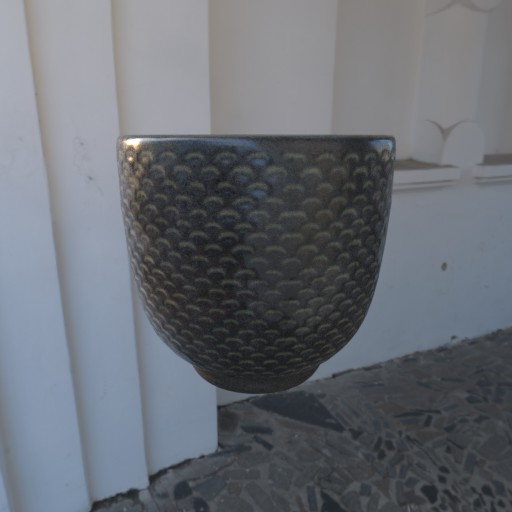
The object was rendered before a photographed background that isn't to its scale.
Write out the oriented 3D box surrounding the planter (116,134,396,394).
[{"bbox_3d":[0.000,0.000,0.303,0.172,0.160,0.172,0,15,0],"label":"planter"}]
